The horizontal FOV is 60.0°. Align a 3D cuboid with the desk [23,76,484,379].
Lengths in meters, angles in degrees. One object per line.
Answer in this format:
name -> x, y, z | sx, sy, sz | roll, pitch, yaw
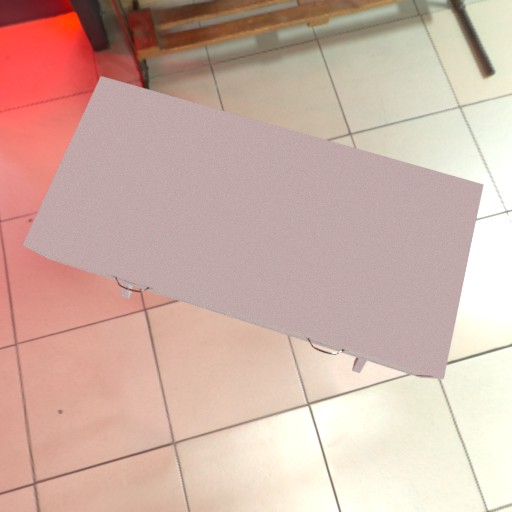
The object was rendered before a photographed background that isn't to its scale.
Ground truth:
desk -> 0.000, 0.000, 1.490 | 1.057, 0.780, 0.525 | 17, 76, 4
